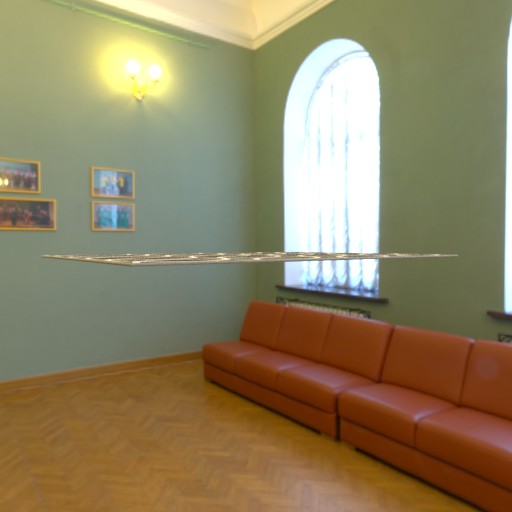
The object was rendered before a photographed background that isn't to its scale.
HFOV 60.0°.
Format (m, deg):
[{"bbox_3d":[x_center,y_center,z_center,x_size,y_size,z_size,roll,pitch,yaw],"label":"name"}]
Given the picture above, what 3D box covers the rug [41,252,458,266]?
[{"bbox_3d":[0.000,0.000,2.912,2.294,0.014,1.528,-1,2,-37],"label":"rug"}]
